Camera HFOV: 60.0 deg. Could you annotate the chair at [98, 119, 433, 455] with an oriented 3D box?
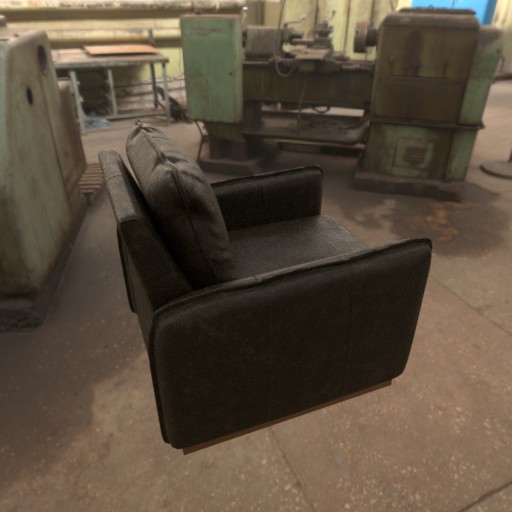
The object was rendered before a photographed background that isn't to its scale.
[{"bbox_3d":[0.000,0.000,1.584,0.921,0.921,0.830,-12,33,-18],"label":"chair"}]
